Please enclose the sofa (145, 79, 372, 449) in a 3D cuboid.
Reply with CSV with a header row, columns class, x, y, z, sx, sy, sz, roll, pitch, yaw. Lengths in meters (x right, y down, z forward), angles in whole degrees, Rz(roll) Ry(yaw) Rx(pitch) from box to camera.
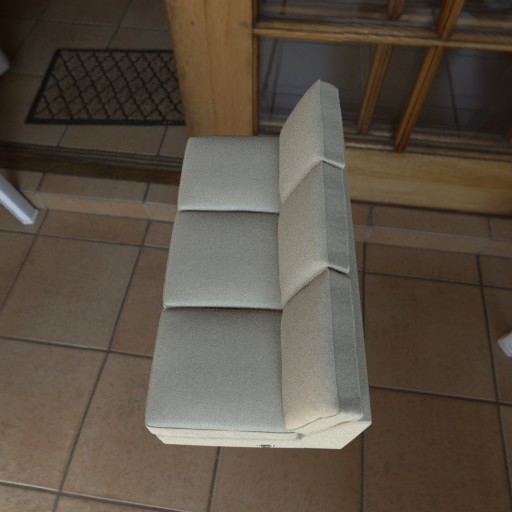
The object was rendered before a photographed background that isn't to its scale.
class,x,y,z,sx,sy,sz,roll,pitch,yaw
sofa,0.000,0.000,2.576,1.027,0.973,1.962,2,59,1
